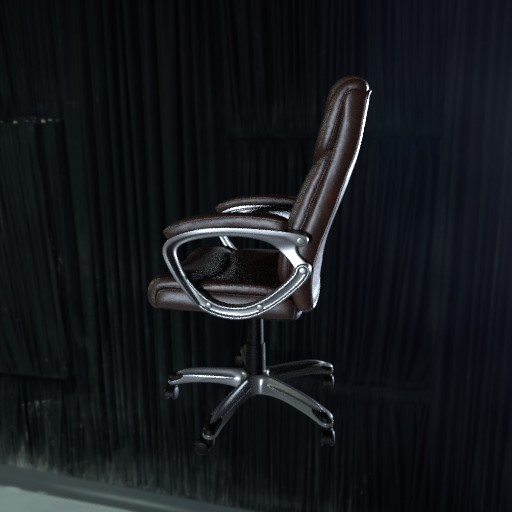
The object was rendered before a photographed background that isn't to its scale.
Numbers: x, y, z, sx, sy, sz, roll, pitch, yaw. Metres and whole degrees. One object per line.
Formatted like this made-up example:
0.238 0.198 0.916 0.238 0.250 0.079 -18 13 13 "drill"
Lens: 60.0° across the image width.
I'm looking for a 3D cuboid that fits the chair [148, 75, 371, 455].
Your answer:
0.000 0.000 1.540 0.692 1.128 0.656 2 13 9 "chair"
